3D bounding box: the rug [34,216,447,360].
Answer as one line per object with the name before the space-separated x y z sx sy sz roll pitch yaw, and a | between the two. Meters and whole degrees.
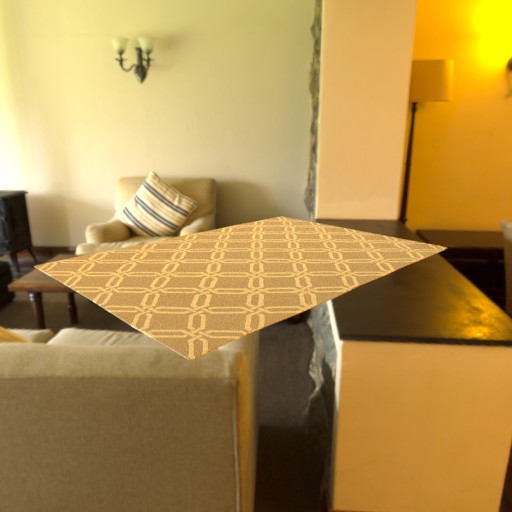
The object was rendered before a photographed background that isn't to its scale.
rug | 0.000 0.000 2.764 2.135 0.013 1.524 -15 22 -42
